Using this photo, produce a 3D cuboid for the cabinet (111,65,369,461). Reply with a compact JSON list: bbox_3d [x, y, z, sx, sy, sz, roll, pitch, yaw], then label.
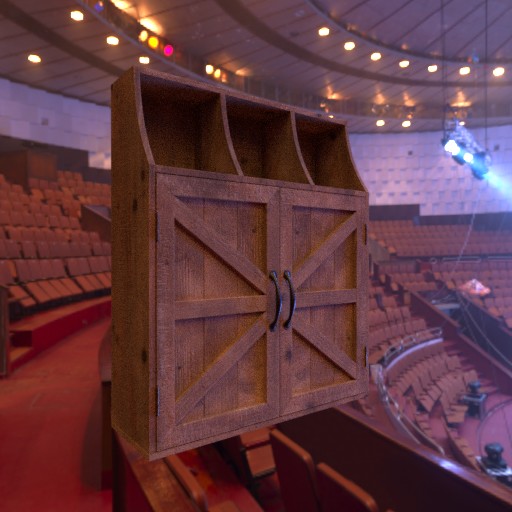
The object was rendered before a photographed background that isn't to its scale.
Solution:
[{"bbox_3d":[0.000,0.000,0.839,0.489,0.590,0.184,0,0,-37],"label":"cabinet"}]
